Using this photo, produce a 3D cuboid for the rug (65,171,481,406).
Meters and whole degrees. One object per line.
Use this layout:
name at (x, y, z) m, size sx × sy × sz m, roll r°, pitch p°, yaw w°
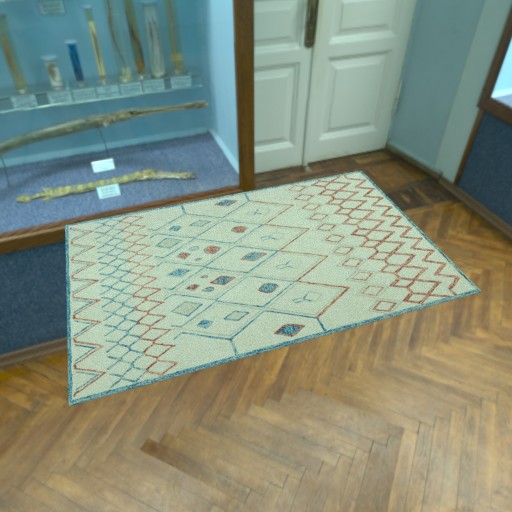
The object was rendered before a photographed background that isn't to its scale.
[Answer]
rug at (0.000, 0.000, 2.998) m, size 2.438 × 0.015 × 1.524 m, roll -12°, pitch 43°, yaw -14°
